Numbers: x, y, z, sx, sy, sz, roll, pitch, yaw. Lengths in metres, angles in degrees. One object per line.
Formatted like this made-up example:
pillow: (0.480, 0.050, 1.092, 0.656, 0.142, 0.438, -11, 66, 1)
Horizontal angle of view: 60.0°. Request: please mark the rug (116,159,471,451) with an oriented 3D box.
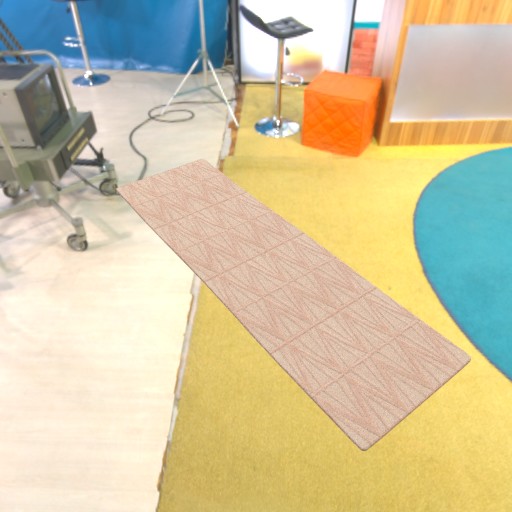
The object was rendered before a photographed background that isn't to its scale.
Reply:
rug: (0.000, 0.000, 2.670, 0.760, 0.015, 2.435, -26, 47, -27)
